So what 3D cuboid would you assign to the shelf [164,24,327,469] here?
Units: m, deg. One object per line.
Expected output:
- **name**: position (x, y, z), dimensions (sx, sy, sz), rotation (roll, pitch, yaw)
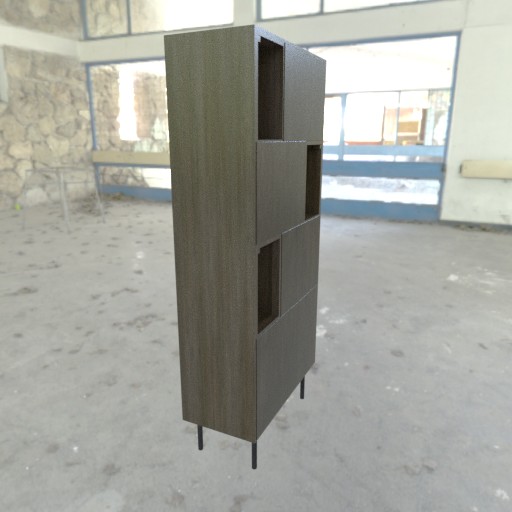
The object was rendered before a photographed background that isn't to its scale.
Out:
- **shelf**: position (0.000, 0.000, 1.803), dimensions (0.323, 1.545, 0.670), rotation (7, 17, 25)
